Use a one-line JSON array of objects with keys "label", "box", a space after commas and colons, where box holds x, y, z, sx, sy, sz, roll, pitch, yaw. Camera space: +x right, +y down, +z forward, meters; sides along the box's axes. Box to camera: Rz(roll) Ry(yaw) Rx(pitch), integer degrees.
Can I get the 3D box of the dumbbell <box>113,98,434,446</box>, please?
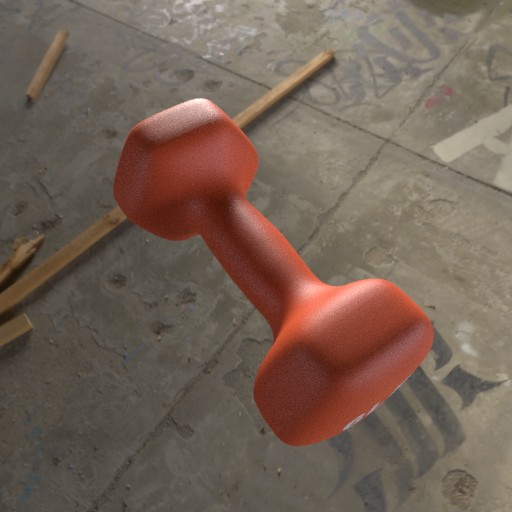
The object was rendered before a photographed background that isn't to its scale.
[{"label": "dumbbell", "box": [0.000, 0.000, 0.203, 0.079, 0.071, 0.162, -30, 61, -18]}]
